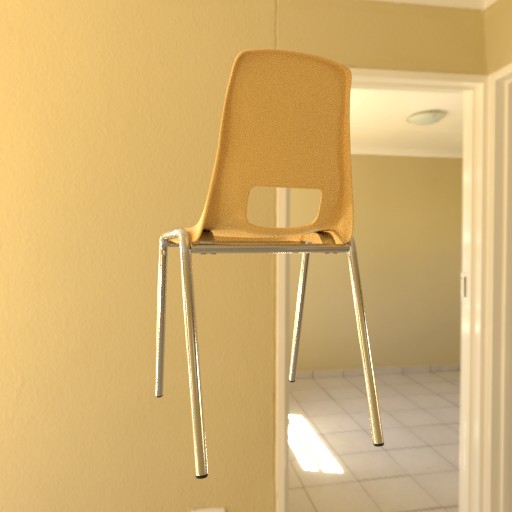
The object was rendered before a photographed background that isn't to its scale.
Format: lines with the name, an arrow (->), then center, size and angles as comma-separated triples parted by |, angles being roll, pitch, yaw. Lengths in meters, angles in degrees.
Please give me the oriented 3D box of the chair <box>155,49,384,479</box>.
chair -> 0.000, 0.000, 0.956 | 0.381, 0.704, 0.436 | 0, 1, -20
